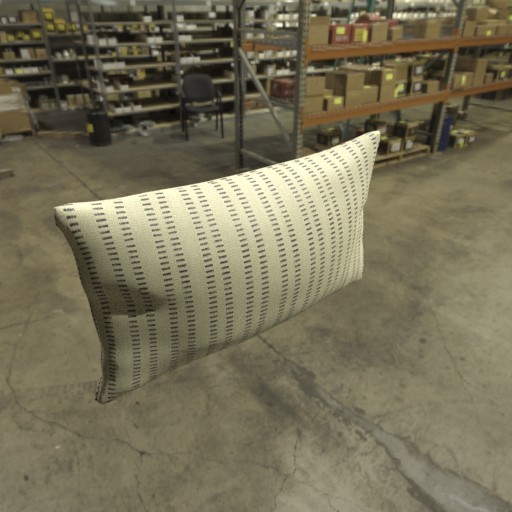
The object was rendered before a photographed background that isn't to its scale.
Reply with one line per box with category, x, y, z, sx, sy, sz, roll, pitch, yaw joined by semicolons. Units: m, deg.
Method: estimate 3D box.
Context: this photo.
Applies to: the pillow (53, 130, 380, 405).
pillow;0.000;0.000;0.799;0.640;0.353;0.210;-21;36;-32
